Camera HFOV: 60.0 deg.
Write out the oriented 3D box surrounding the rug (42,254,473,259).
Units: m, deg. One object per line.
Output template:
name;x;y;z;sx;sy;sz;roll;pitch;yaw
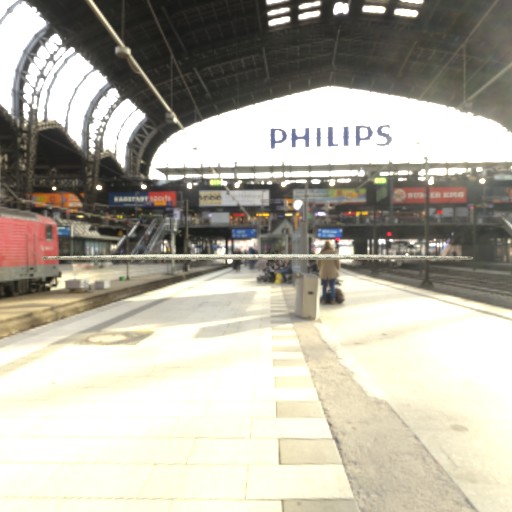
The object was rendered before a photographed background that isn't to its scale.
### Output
rug;0.000;0.000;4.015;2.441;0.017;3.050;0;0;0
